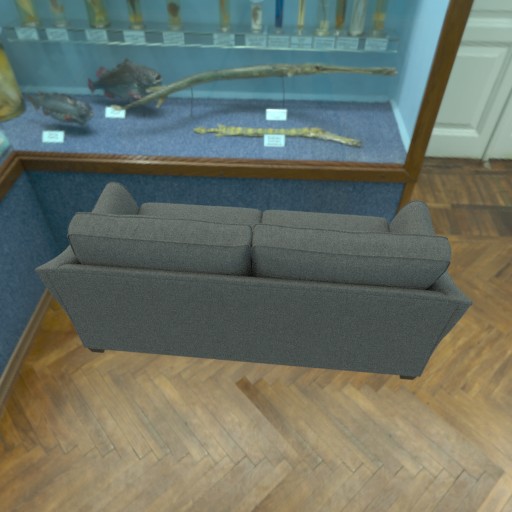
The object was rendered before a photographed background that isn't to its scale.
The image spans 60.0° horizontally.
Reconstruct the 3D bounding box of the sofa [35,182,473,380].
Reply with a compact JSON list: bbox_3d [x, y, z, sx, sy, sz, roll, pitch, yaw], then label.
[{"bbox_3d":[0.000,0.000,2.746,2.203,0.976,1.013,4,46,4],"label":"sofa"}]
